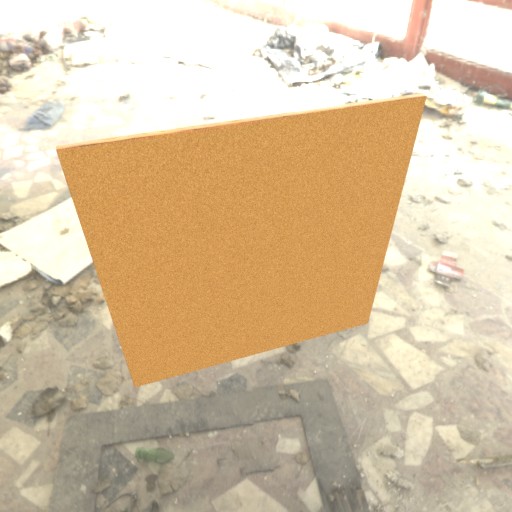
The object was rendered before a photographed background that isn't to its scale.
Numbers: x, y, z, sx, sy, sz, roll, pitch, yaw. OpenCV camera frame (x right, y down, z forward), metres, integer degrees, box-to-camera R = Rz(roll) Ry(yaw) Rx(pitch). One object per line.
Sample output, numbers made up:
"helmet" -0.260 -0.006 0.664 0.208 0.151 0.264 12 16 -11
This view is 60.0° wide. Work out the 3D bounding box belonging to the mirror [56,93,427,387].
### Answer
"mirror" 0.000 0.000 1.208 0.804 0.804 0.061 -12 43 -14
